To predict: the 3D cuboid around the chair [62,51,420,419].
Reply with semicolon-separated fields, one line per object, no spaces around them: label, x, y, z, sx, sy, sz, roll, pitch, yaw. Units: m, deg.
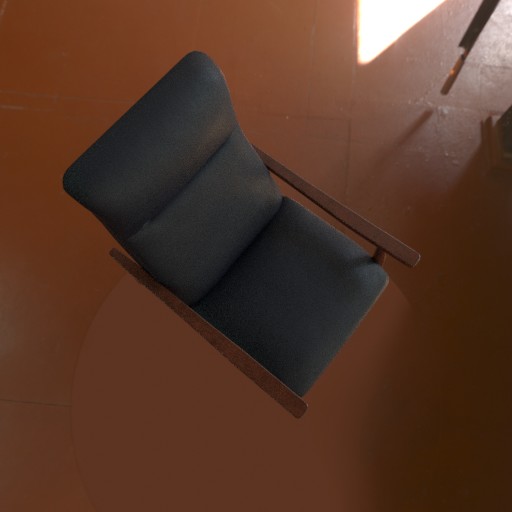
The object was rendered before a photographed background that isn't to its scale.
chair;0.000;0.000;1.775;1.014;1.082;0.762;38;77;10
